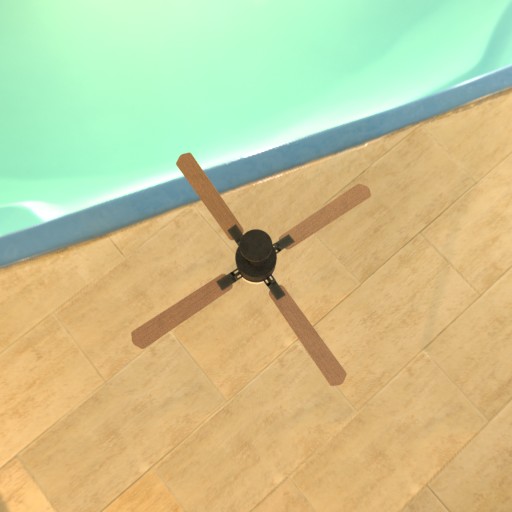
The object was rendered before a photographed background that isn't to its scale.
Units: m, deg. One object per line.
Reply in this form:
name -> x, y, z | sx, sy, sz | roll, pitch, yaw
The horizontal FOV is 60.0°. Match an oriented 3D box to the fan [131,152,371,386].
fan -> 0.000, 0.000, 1.957 | 1.320, 0.355, 1.320 | -33, 78, -8
